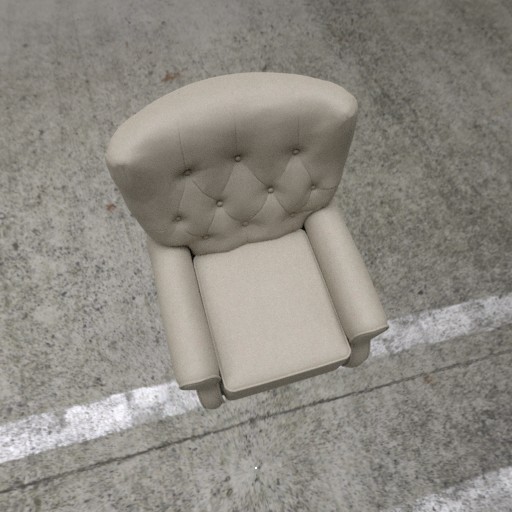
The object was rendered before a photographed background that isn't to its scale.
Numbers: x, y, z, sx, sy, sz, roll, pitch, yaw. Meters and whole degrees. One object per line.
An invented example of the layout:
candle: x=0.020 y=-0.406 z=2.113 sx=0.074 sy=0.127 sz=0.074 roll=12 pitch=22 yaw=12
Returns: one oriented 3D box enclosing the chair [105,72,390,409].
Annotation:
chair: x=0.000 y=0.000 z=1.933 sx=0.943 sy=1.158 sz=1.059 roll=-14 pitch=65 yaw=-7
